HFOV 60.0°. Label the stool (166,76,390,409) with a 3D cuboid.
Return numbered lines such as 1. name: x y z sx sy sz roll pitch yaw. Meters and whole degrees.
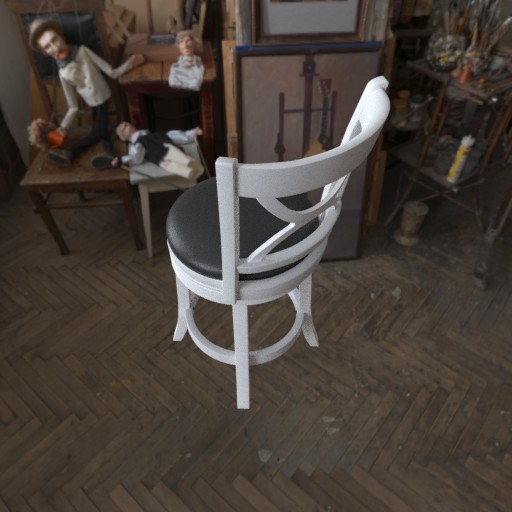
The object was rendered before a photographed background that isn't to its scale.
1. stool: 0.000 0.000 1.208 0.444 0.953 0.508 -34 55 -29
